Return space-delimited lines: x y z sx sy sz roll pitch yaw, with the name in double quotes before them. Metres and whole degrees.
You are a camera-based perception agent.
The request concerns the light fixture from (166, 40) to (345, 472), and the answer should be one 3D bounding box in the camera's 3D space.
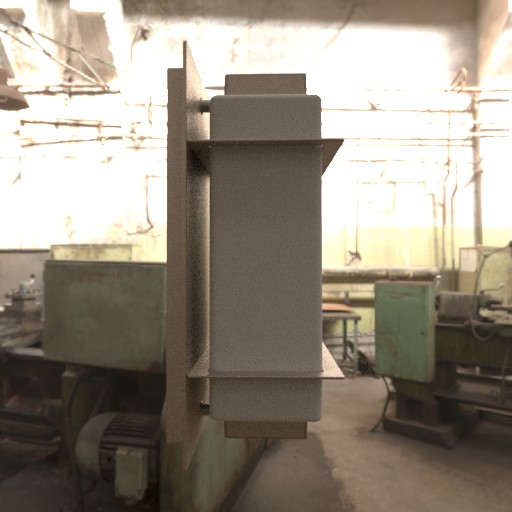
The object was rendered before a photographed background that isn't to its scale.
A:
"light fixture" 0.000 0.000 0.471 0.160 0.380 0.168 0 0 2
